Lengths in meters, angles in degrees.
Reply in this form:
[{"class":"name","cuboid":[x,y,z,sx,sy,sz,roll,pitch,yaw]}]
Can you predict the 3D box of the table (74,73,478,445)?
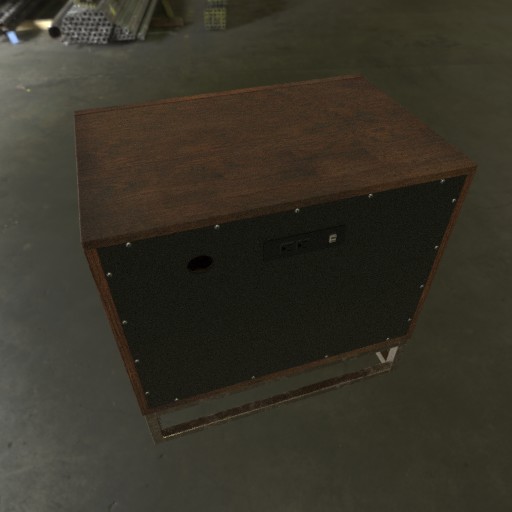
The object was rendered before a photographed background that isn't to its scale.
[{"class":"table","cuboid":[0.000,0.000,1.238,0.767,0.746,0.542,-13,44,-13]}]
